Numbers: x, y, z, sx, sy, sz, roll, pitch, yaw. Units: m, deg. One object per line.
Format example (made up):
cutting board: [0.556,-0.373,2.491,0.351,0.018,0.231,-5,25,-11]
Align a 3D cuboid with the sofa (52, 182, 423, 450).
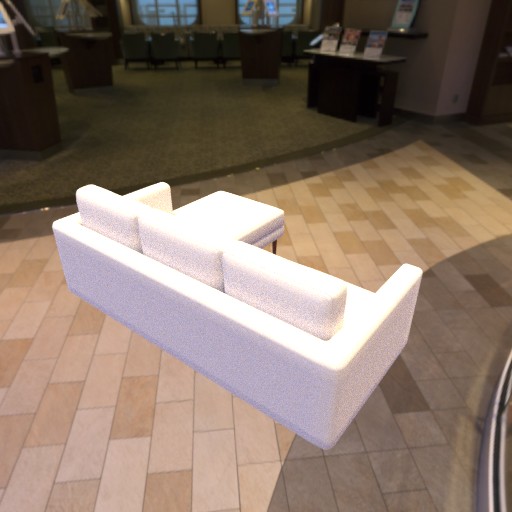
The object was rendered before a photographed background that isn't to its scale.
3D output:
sofa: [0.000,0.000,2.857,2.029,0.899,1.580,22,37,32]
